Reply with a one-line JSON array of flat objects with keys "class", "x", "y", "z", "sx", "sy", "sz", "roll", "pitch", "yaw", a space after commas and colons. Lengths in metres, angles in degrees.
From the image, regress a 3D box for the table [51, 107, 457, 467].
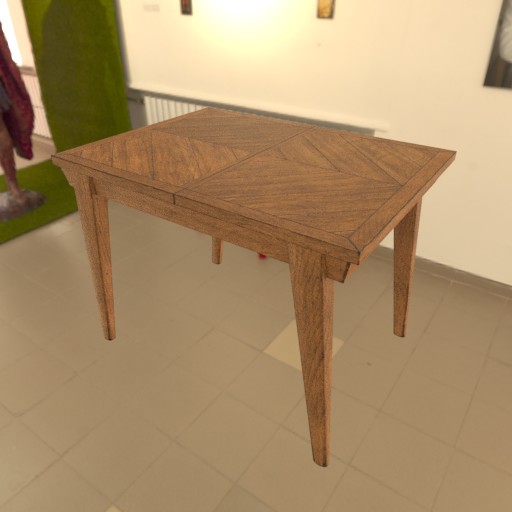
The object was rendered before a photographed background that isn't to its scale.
[{"class": "table", "x": 0.000, "y": 0.000, "z": 1.591, "sx": 1.027, "sy": 0.760, "sz": 0.757, "roll": 20, "pitch": 37, "yaw": 29}]
